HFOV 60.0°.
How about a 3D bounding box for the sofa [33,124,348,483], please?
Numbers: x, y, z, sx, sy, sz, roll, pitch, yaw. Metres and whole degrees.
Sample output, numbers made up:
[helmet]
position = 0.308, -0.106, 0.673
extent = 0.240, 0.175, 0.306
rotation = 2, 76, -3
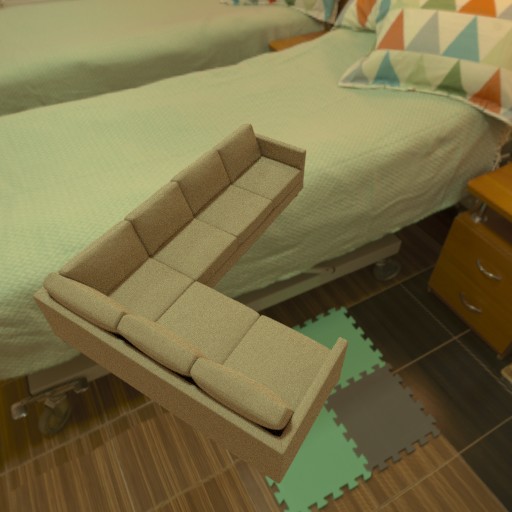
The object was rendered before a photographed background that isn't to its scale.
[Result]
[sofa]
position = 0.000, 0.000, 4.333
extent = 2.432, 0.863, 3.182
rotation = 24, 51, 22
